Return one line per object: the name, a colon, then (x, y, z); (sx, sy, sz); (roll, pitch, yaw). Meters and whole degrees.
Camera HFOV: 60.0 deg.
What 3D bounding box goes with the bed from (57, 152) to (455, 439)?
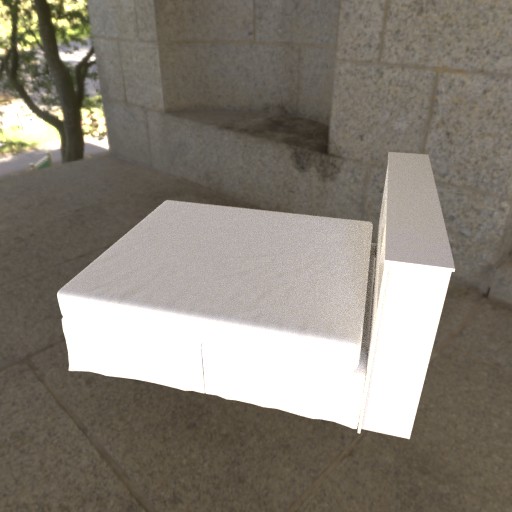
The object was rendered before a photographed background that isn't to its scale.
bed: (0.000, 0.000, 3.013); (2.133, 1.092, 1.671); (8, 30, 13)
